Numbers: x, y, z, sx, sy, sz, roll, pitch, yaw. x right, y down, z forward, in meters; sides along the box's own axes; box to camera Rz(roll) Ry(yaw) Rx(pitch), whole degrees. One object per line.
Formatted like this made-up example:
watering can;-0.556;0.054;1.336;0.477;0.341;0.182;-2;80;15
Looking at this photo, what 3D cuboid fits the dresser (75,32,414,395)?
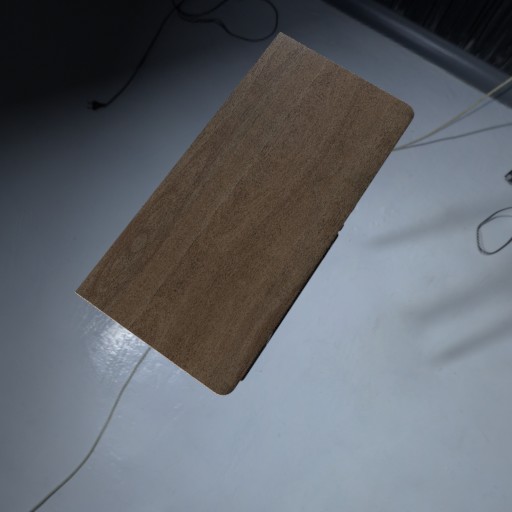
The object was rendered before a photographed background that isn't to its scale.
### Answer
dresser;0.000;0.000;1.858;0.484;1.318;0.973;33;78;8
